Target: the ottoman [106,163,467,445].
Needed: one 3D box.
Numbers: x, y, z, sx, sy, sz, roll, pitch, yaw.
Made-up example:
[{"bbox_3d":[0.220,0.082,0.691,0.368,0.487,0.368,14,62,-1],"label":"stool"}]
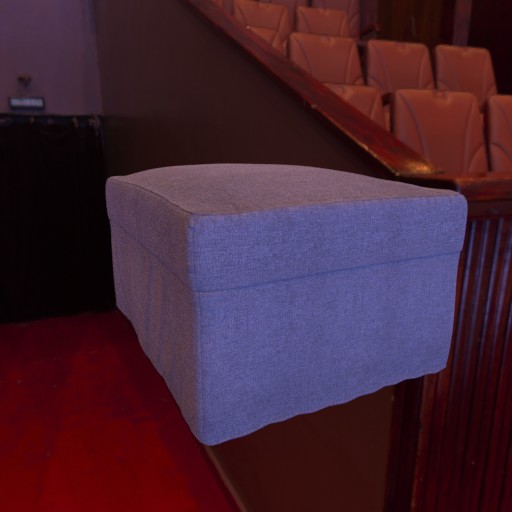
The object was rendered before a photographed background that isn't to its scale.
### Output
[{"bbox_3d":[0.000,0.000,1.227,0.652,0.492,0.833,-7,16,-26],"label":"ottoman"}]
